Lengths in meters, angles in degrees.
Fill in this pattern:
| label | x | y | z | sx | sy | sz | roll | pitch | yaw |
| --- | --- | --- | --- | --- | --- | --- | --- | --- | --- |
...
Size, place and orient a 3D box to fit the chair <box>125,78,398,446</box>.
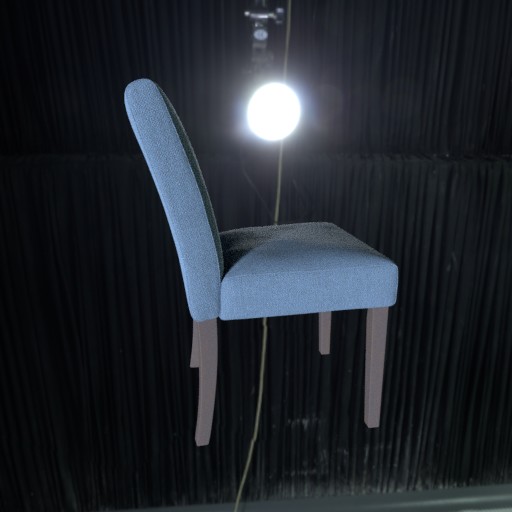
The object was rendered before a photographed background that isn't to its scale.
| label | x | y | z | sx | sy | sz | roll | pitch | yaw |
| --- | --- | --- | --- | --- | --- | --- | --- | --- | --- |
| chair | 0.000 | 0.000 | 1.240 | 0.629 | 0.882 | 0.487 | -3 | 17 | -10 |
